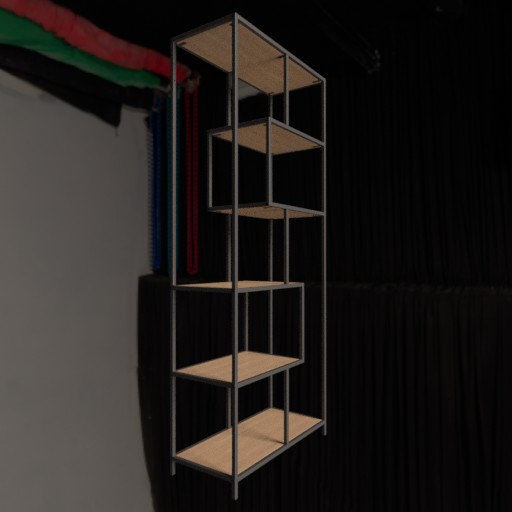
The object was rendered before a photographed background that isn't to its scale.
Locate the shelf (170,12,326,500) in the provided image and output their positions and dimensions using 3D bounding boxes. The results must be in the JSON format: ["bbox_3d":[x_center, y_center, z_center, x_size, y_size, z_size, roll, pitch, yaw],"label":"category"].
[{"bbox_3d":[0.000,0.000,2.095,0.350,1.850,0.770,0,-1,35],"label":"shelf"}]
